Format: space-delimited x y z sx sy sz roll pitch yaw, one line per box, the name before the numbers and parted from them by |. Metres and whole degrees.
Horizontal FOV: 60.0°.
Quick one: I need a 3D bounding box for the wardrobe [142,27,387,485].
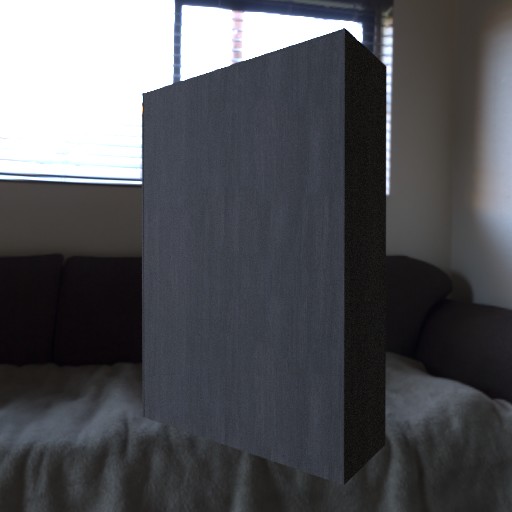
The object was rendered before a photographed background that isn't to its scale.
wardrobe | 0.000 0.000 2.435 1.290 1.910 0.510 0 1 36
